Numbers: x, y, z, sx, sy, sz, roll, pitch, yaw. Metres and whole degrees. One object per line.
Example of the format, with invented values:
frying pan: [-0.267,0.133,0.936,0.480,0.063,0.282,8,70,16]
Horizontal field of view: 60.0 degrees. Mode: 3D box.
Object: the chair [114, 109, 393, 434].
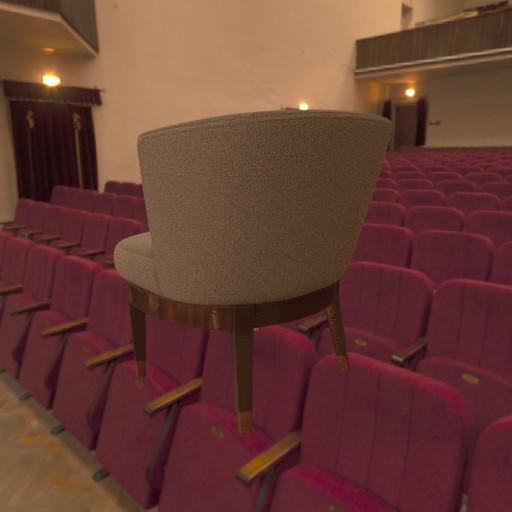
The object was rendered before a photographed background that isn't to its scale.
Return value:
chair: [0.000,0.000,1.283,0.660,0.760,0.700,13,18,43]
